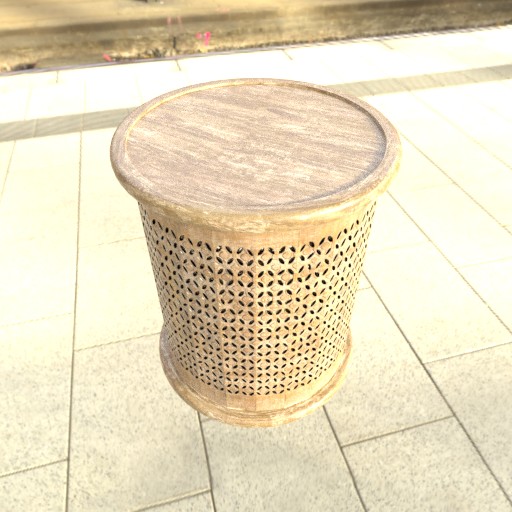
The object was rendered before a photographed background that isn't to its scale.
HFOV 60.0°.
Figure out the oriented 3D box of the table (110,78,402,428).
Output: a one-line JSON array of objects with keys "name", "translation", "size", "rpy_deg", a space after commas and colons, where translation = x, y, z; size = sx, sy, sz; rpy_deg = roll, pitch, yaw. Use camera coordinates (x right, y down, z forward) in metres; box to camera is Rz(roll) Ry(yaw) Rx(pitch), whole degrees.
[{"name": "table", "translation": [0.000, 0.000, 0.789], "size": [0.407, 0.482, 0.407], "rpy_deg": [0, 43, 0]}]
